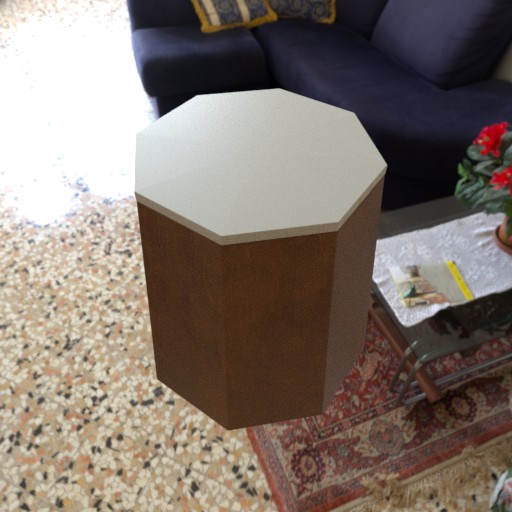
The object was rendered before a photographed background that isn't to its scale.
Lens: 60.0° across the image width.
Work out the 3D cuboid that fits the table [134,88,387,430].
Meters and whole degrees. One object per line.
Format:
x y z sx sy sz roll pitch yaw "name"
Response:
0.000 0.000 0.806 0.439 0.457 0.439 26 52 22 "table"
